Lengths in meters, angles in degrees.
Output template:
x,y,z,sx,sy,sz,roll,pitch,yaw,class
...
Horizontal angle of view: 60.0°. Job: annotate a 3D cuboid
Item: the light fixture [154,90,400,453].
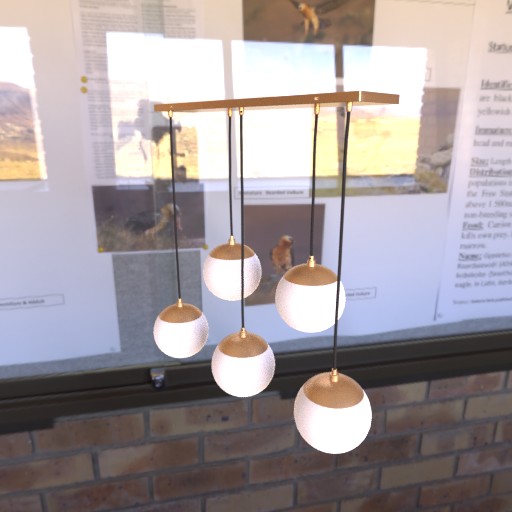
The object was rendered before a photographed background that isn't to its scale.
x,y,z,sx,sy,sz,roll,pitch,yaw,class
0.000,0.000,1.310,0.299,0.869,0.863,-15,22,-42,light fixture
